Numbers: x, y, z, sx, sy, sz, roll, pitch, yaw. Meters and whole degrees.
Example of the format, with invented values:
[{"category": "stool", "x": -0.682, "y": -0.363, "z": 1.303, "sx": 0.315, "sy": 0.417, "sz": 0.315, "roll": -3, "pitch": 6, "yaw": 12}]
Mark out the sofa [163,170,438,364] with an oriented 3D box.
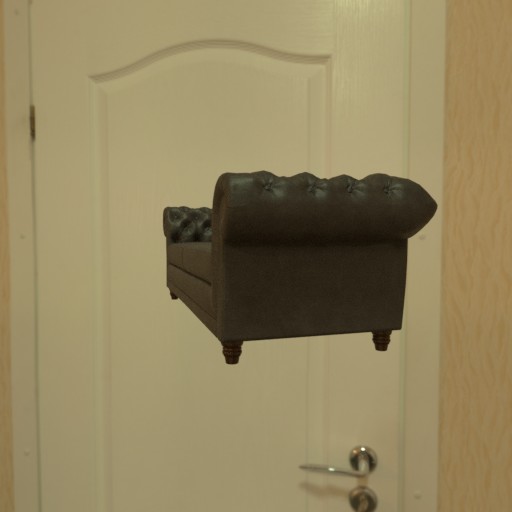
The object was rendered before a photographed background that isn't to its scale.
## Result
[{"category": "sofa", "x": 0.000, "y": 0.000, "z": 2.802, "sx": 0.944, "sy": 0.783, "sz": 2.385, "roll": -1, "pitch": 3, "yaw": -17}]
